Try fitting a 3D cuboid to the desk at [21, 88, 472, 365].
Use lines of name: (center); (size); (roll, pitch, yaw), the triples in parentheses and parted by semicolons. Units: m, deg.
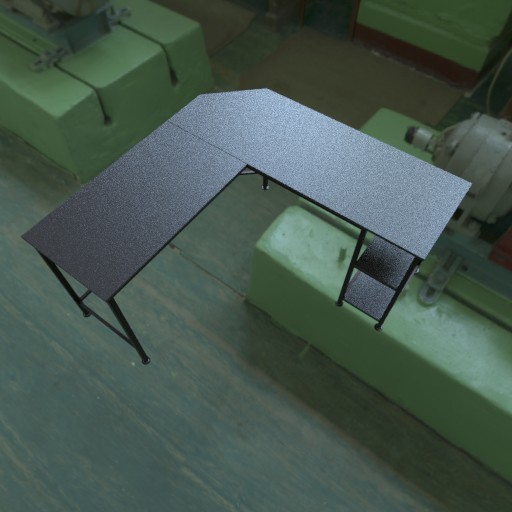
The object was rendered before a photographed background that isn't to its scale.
desk: (0.000, 0.000, 2.205); (1.379, 0.739, 1.379); (32, 62, 19)
